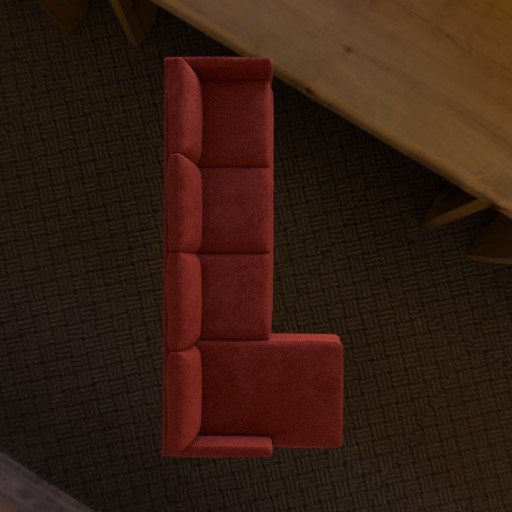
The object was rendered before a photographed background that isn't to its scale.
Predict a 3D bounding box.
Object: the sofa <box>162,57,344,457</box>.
[{"bbox_3d":[0.000,0.000,2.853,1.136,0.663,2.467,0,89,0],"label":"sofa"}]
